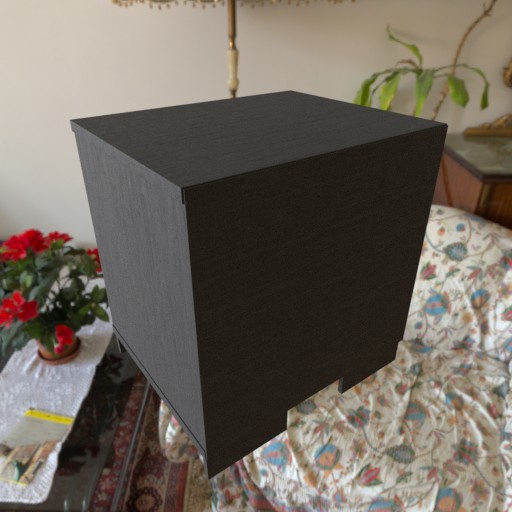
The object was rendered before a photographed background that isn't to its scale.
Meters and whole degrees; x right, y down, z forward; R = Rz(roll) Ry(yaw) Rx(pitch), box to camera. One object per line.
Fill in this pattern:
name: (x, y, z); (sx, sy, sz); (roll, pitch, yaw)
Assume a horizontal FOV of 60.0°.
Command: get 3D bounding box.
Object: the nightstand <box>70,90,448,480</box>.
nightstand: (0.000, 0.000, 0.753); (0.427, 0.448, 0.347); (-20, 35, -31)
